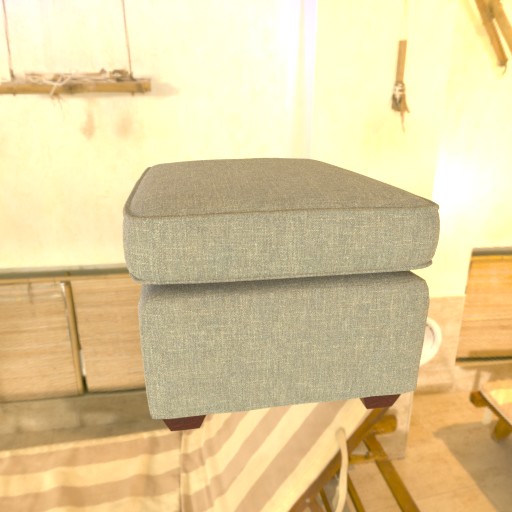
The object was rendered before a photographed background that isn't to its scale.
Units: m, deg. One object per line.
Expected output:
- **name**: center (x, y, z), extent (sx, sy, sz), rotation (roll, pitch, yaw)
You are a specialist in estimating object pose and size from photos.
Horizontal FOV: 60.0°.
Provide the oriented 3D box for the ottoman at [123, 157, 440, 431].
- **ottoman**: center (0.000, 0.000, 1.111), extent (0.559, 0.457, 0.762), rotation (-3, 18, -9)
